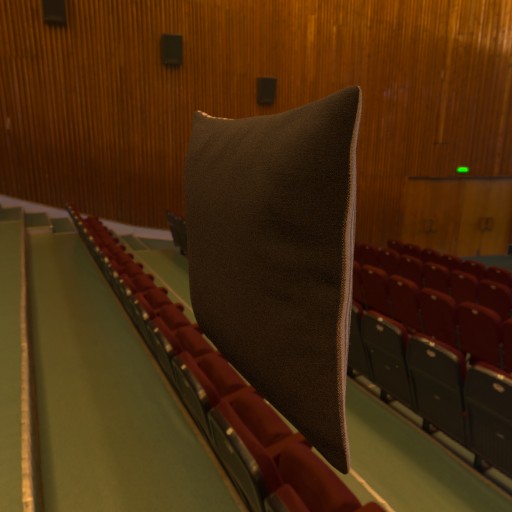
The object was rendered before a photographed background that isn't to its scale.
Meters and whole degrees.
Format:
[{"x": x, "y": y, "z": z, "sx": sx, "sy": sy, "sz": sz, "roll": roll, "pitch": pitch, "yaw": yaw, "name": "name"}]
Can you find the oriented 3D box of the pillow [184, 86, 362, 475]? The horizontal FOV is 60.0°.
[{"x": 0.000, "y": 0.000, "z": 0.766, "sx": 0.166, "sy": 0.506, "sz": 0.523, "roll": -8, "pitch": 16, "yaw": -27, "name": "pillow"}]
